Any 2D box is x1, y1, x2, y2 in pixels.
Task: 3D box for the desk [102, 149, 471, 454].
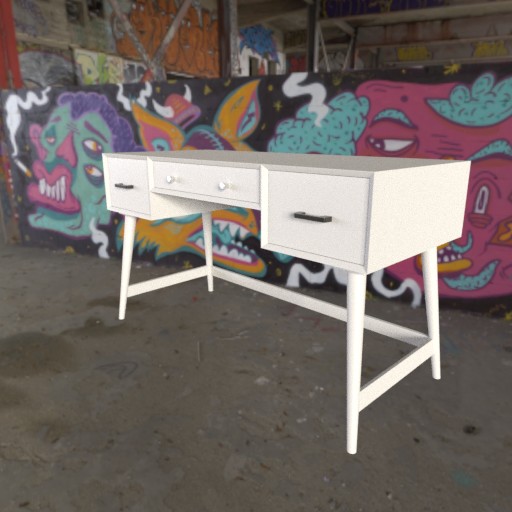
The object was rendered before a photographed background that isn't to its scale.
[{"bbox_3d":[0.000,0.000,1.736,0.589,0.762,1.313,-15,21,-43],"label":"desk"}]
